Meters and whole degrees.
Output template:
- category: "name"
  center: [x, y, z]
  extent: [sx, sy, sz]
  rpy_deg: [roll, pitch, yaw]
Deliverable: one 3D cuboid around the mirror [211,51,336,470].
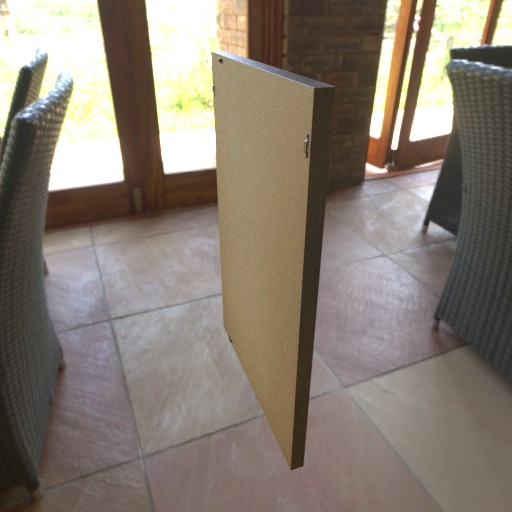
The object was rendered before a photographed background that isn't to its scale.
- category: "mirror"
  center: [0.000, 0.000, 1.145]
  extent: [0.041, 0.915, 0.609]
  rpy_deg: [-10, 31, -17]
